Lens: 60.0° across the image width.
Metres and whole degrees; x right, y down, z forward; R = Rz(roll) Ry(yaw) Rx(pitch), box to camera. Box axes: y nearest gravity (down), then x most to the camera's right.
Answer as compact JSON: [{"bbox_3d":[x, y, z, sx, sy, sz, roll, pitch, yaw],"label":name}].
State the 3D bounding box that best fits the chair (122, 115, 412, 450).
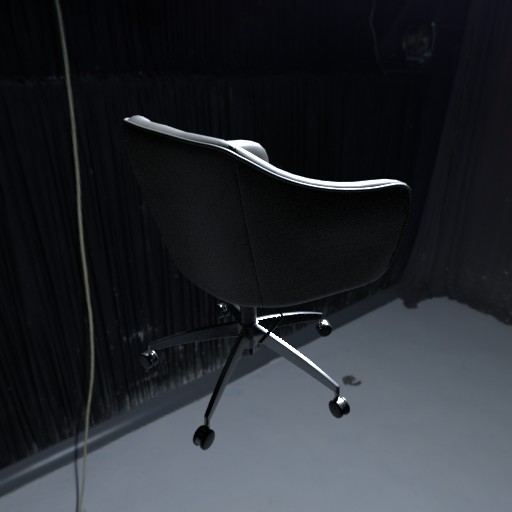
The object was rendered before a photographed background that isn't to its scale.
[{"bbox_3d":[0.000,0.000,1.347,0.689,0.827,0.713,-17,30,-32],"label":"chair"}]
